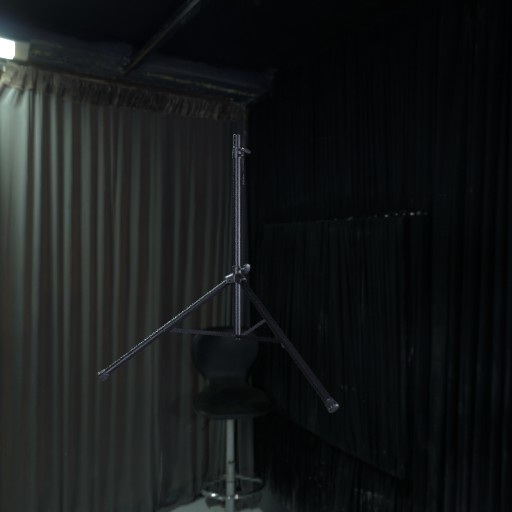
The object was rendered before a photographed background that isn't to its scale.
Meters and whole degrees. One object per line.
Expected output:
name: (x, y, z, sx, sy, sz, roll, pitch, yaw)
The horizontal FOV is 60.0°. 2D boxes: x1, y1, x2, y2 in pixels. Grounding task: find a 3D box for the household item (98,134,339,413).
household item: (0.000, 0.000, 2.771, 1.596, 1.595, 1.339, -1, 2, -36)
